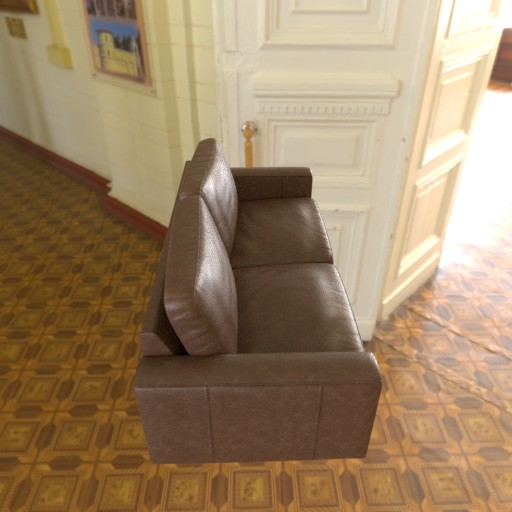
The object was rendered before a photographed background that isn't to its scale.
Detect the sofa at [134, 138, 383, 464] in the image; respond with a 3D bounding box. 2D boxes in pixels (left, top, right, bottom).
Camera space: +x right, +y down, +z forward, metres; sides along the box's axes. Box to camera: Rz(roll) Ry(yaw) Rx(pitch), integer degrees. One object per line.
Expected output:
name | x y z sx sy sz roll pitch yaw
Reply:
sofa | 0.000 0.000 2.687 1.016 0.873 2.179 -1 34 -1
